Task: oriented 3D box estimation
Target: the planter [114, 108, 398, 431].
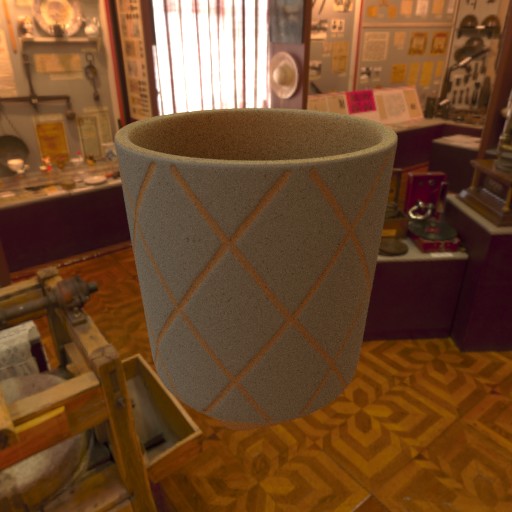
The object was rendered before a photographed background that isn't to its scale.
[{"bbox_3d":[0.000,0.000,0.354,0.191,0.200,0.191,0,27,0],"label":"planter"}]
